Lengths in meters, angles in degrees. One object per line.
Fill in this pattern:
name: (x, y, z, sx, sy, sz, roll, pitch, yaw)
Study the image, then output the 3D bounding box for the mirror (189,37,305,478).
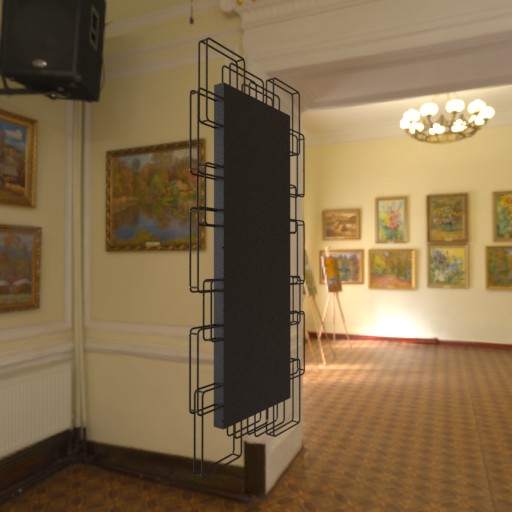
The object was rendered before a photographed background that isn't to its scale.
mirror: (0.000, 0.000, 1.406, 0.037, 1.192, 0.565, -1, -1, 36)
